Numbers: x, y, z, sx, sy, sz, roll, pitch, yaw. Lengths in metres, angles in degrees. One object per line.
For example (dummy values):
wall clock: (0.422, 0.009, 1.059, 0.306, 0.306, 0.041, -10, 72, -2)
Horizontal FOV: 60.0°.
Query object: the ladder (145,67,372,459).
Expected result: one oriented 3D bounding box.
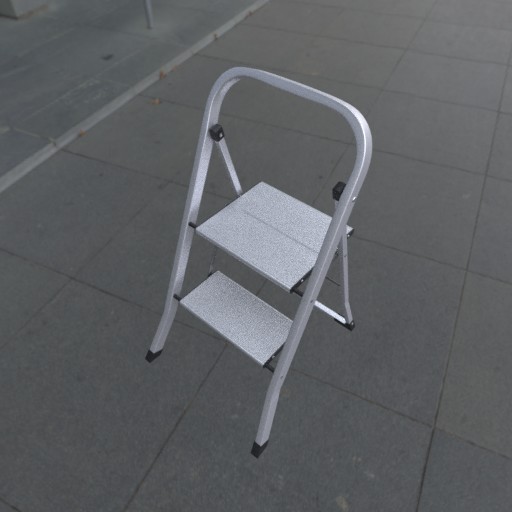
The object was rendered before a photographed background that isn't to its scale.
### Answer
ladder: (0.000, 0.000, 1.124, 0.465, 0.830, 0.530, 32, 54, 27)
